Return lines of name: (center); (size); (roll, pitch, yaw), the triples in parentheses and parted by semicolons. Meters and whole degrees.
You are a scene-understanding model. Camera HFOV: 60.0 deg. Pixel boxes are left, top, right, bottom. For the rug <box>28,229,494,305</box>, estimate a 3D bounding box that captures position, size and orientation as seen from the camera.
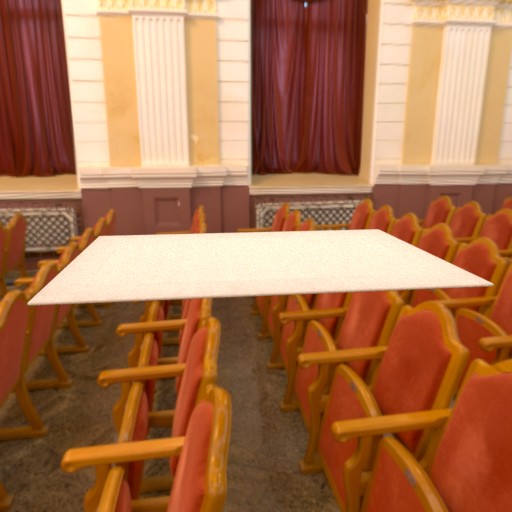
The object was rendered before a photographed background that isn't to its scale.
rug: (0.000, 0.000, 2.302); (1.829, 0.013, 1.219); (-2, 14, -7)
